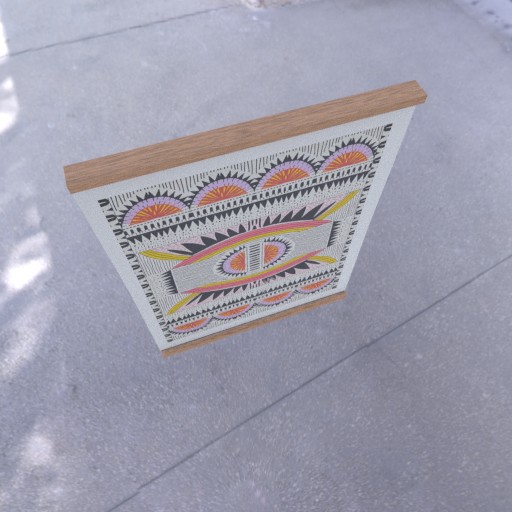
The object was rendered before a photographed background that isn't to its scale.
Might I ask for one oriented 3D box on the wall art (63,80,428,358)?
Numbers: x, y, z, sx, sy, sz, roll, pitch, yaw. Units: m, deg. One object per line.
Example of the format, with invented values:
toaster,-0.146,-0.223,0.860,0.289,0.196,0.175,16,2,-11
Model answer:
wall art,0.000,0.000,0.697,0.403,0.527,0.028,-17,61,-10
